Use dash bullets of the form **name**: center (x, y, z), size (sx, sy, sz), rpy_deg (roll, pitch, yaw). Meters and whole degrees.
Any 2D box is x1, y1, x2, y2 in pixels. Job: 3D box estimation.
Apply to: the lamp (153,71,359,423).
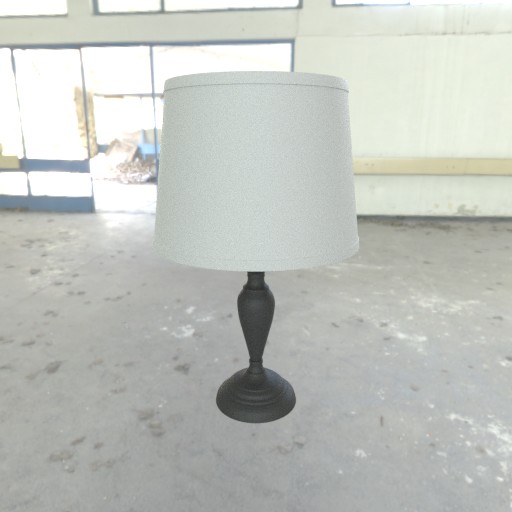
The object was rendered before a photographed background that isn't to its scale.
- **lamp**: center (0.000, 0.000, 0.687), size (0.310, 0.501, 0.310), rpy_deg (0, 15, 0)
